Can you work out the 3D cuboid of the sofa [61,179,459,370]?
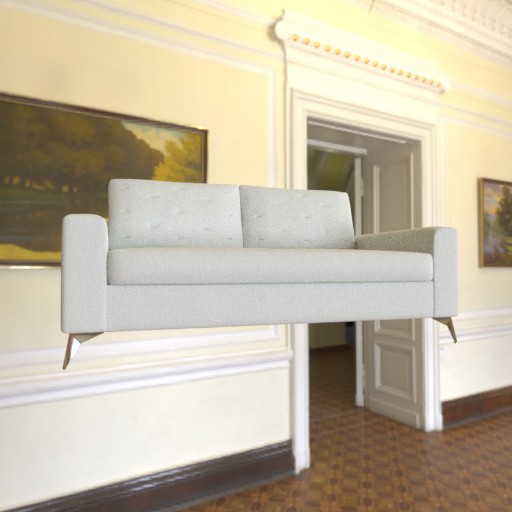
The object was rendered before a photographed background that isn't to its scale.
[{"bbox_3d":[0.000,0.000,2.131,1.650,0.790,0.920,0,-1,-18],"label":"sofa"}]
